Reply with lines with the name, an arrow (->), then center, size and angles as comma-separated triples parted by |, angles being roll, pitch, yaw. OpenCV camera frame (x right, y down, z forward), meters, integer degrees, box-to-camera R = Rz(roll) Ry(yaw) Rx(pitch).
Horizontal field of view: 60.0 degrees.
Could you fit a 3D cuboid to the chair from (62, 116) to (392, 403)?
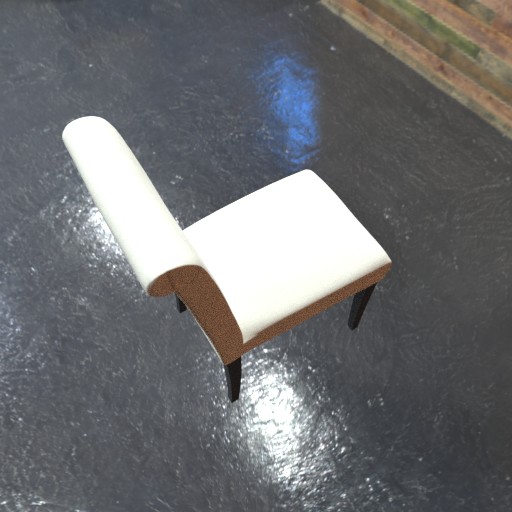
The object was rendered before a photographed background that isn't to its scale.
chair -> 0.000, 0.000, 1.323 | 0.708, 0.976, 0.452 | -27, 61, -17
